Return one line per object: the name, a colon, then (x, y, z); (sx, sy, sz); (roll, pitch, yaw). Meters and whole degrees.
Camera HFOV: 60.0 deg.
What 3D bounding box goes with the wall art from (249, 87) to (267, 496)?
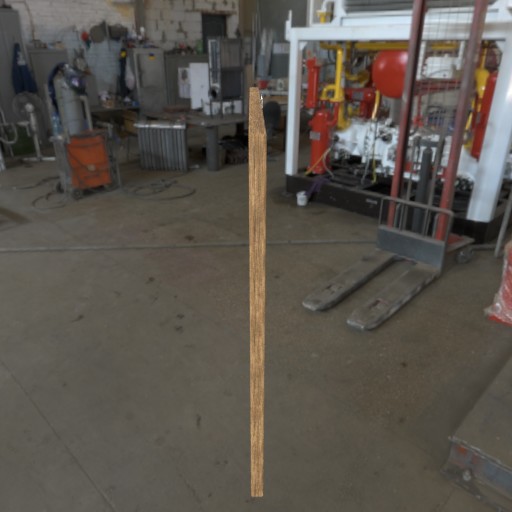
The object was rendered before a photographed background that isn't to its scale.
wall art: (0.000, 0.000, 0.829); (0.021, 0.576, 0.561); (0, 25, -1)
